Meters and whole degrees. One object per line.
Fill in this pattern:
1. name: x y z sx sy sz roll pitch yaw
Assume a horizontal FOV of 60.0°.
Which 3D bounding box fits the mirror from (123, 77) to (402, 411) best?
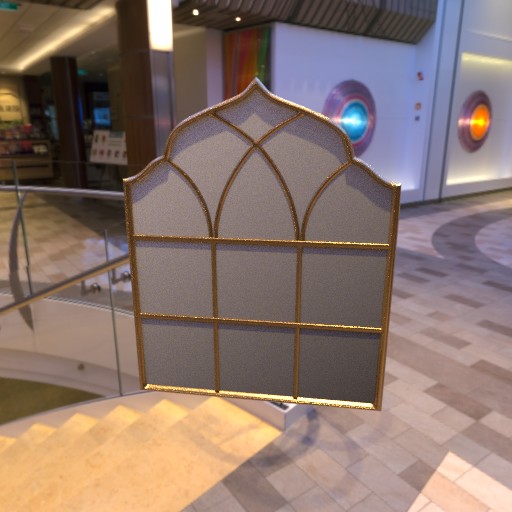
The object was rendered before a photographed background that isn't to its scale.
1. mirror: 0.000 0.000 0.844 0.513 0.635 0.018 2 17 8
